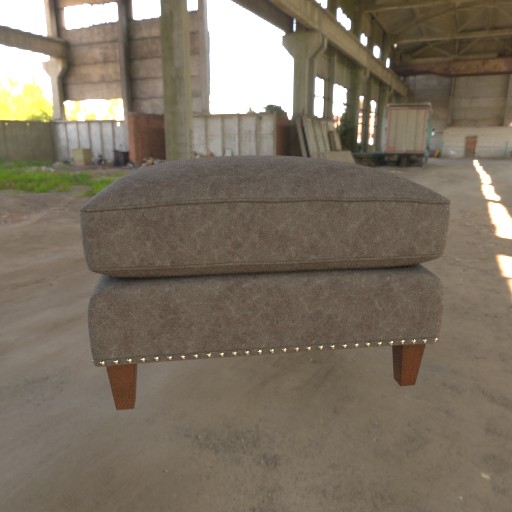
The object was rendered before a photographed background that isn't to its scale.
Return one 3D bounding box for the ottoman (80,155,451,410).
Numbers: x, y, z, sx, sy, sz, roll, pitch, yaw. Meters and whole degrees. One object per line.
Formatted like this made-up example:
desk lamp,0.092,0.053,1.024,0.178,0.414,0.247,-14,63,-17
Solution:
ottoman,0.000,0.000,1.160,0.741,0.513,0.584,-2,15,-8
